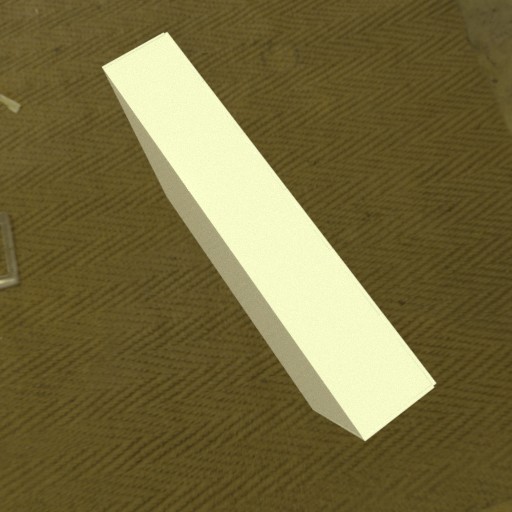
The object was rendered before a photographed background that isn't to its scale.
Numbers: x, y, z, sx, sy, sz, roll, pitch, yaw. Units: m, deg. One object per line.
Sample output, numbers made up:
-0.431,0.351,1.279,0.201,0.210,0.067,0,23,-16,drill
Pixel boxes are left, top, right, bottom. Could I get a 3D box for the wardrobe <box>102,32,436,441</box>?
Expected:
0.000,0.000,3.999,0.580,2.360,3.000,-34,77,-9,wardrobe
